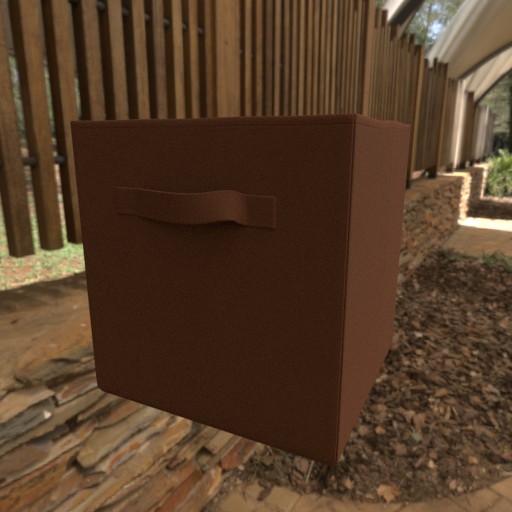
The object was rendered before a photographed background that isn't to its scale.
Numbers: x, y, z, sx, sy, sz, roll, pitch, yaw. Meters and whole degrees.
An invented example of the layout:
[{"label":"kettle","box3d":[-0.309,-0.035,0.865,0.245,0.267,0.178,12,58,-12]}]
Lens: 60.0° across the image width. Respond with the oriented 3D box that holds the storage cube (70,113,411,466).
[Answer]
[{"label":"storage cube","box3d":[0.000,0.000,0.485,0.270,0.280,0.270,7,16,26]}]
